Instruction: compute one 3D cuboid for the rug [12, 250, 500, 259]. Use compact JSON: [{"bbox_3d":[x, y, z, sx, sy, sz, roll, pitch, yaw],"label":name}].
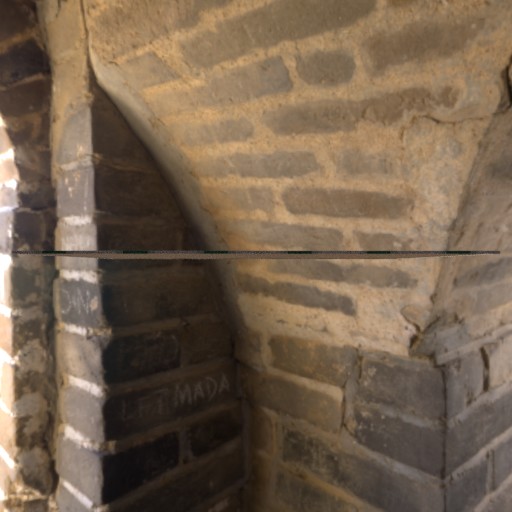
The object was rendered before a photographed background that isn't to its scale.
[{"bbox_3d":[0.000,0.000,2.257,1.829,0.012,1.210,0,-1,0],"label":"rug"}]
